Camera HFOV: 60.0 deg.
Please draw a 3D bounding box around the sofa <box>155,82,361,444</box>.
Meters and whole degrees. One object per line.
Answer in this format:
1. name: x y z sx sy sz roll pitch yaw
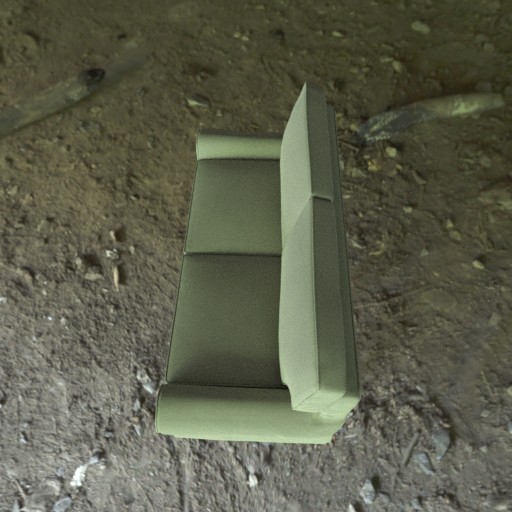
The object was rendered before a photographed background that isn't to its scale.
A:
1. sofa: 0.000 0.000 2.357 0.841 1.024 1.823 2 57 1
